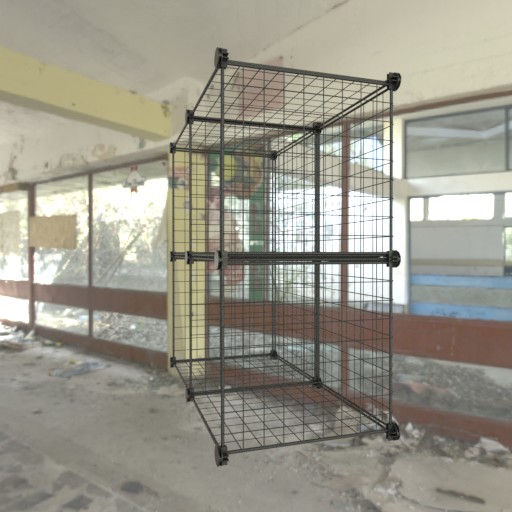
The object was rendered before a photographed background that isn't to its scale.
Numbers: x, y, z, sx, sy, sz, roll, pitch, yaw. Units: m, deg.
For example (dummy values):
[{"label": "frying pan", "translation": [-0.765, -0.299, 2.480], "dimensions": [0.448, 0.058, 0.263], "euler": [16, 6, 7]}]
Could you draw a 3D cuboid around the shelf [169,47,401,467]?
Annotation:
[{"label": "shelf", "translation": [0.000, 0.000, 1.131], "dimensions": [0.356, 0.711, 0.711], "euler": [0, 0, -18]}]
